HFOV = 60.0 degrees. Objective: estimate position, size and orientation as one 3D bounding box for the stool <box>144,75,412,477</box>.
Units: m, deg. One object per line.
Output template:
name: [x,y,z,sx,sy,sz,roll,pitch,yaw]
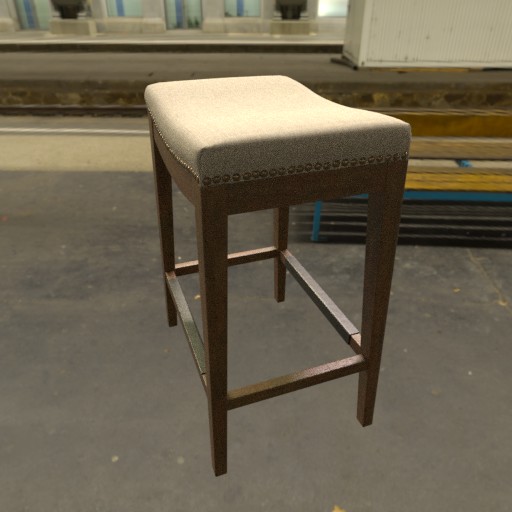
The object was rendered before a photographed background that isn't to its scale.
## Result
stool: [0.000,0.000,0.956,0.356,0.660,0.508,-11,32,-17]
